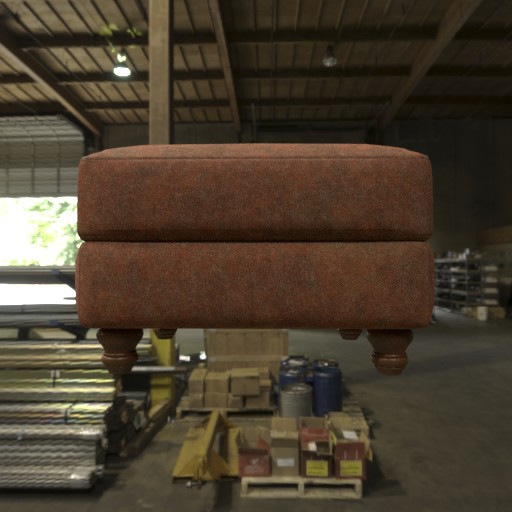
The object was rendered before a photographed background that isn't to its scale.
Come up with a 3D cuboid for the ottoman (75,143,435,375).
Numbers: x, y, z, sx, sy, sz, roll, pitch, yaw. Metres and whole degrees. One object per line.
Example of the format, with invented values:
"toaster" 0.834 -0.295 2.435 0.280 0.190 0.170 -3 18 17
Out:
"ottoman" 0.000 0.000 1.175 0.787 0.508 0.635 0 -1 1
